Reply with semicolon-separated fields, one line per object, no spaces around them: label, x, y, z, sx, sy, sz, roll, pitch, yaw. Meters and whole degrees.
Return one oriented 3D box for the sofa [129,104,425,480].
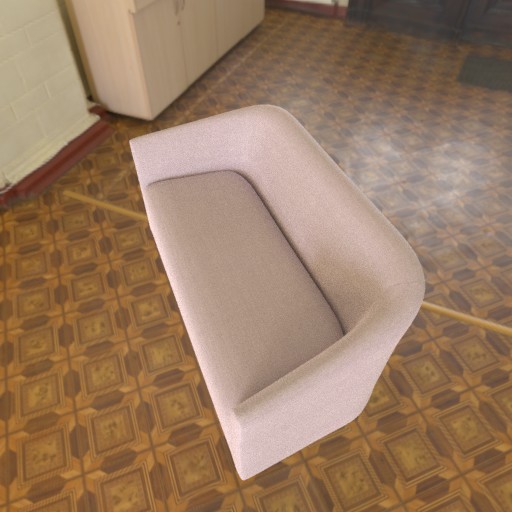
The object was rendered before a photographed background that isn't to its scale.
sofa;0.000;0.000;1.848;0.705;0.721;1.452;-17;49;-15
